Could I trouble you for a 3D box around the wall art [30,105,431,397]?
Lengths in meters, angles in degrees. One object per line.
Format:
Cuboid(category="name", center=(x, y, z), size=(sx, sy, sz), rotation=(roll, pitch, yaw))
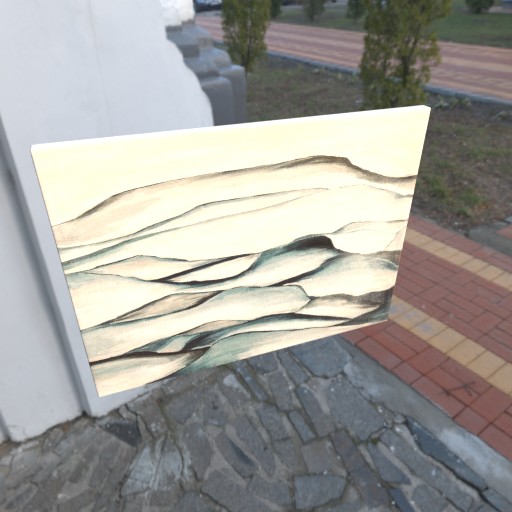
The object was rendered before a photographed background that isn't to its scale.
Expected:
Cuboid(category="wall art", center=(0.000, 0.000, 1.542), size=(1.219, 0.915, 0.039), rotation=(-11, 34, -17))
